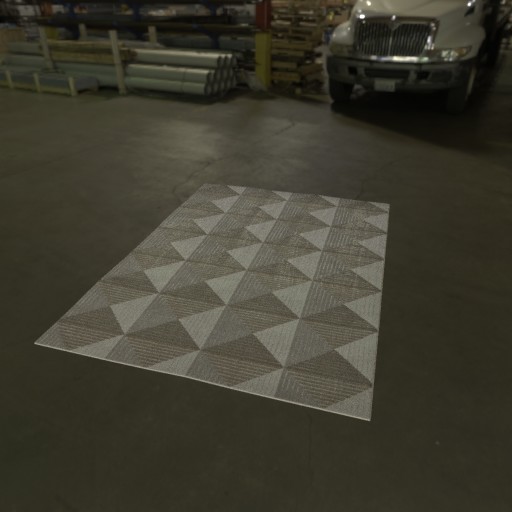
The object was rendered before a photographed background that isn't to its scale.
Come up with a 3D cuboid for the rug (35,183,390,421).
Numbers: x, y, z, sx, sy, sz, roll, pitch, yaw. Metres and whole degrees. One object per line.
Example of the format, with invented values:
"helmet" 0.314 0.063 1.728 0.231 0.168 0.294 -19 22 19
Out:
"rug" 0.000 0.000 4.344 2.428 0.027 3.333 9 32 14
